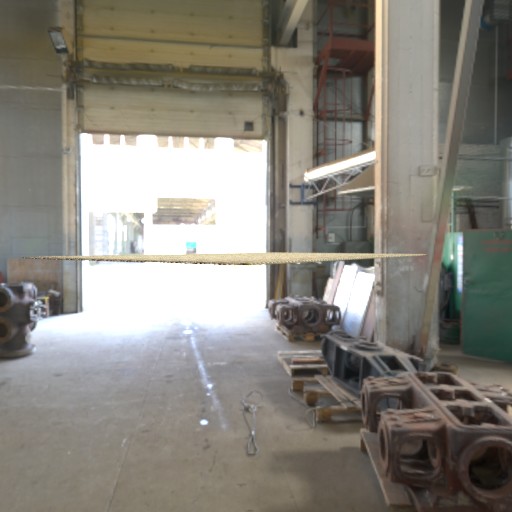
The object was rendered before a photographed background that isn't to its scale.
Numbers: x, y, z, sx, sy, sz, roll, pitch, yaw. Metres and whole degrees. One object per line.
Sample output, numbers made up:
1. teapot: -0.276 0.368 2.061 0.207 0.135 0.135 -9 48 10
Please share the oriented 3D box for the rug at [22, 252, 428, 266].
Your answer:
1. rug: 0.000 0.000 2.295 1.247 0.008 1.802 1 2 37
